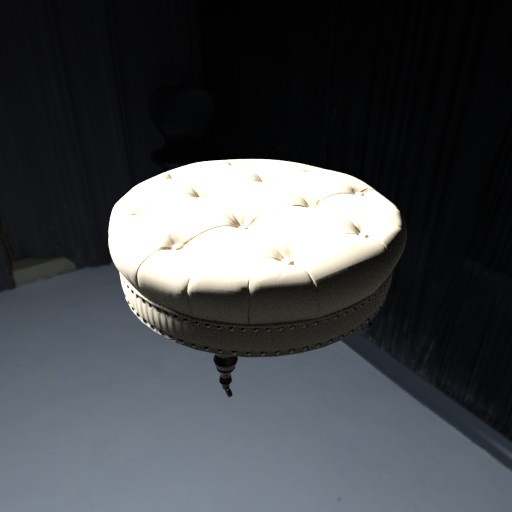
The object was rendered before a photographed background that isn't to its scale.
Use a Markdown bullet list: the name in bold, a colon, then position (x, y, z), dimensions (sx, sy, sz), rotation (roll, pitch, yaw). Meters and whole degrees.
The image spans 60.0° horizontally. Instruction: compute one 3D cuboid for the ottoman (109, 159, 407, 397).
- **ottoman**: position (0.000, 0.000, 1.439), dimensions (0.901, 0.439, 0.901), rotation (0, 30, 0)
